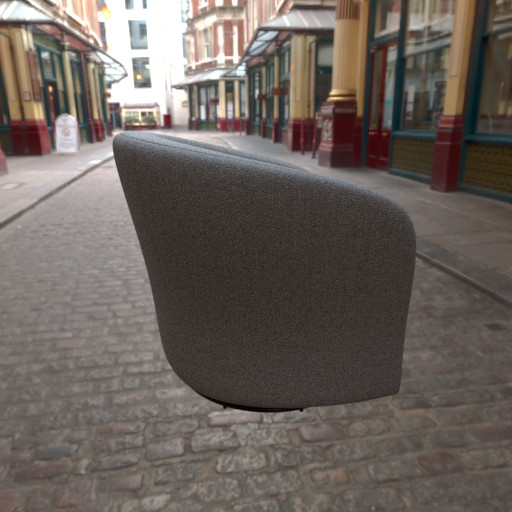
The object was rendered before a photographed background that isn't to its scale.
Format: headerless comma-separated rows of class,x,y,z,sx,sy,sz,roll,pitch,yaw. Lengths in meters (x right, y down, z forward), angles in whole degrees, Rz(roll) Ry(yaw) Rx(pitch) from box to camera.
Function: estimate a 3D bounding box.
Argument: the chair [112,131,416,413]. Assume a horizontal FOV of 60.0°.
chair,0.000,0.000,1.420,0.815,0.771,0.791,-3,17,-11
